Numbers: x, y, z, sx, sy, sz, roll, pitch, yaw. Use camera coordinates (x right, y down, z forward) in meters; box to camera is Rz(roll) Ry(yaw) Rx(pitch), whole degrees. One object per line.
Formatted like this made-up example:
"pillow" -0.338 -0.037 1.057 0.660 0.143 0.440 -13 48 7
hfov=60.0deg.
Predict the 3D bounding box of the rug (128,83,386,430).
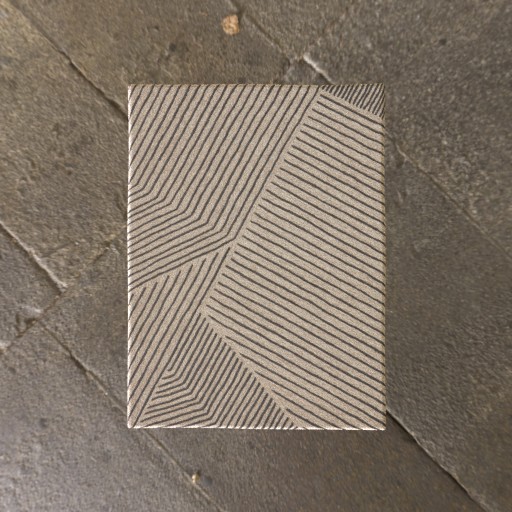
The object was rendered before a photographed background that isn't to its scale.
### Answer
"rug" 0.000 0.000 3.143 1.829 0.028 2.449 0 90 1
